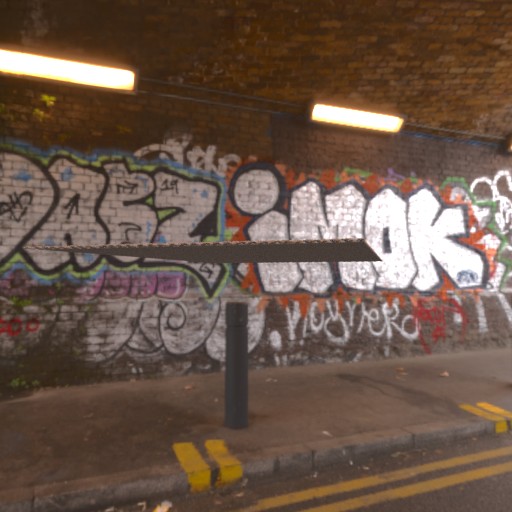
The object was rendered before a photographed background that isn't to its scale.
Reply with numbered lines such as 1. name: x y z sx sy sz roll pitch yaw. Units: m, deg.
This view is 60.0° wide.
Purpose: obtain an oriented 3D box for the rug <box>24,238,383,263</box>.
1. rug: 0.000 0.000 2.313 1.230 0.014 1.847 -1 -3 18
